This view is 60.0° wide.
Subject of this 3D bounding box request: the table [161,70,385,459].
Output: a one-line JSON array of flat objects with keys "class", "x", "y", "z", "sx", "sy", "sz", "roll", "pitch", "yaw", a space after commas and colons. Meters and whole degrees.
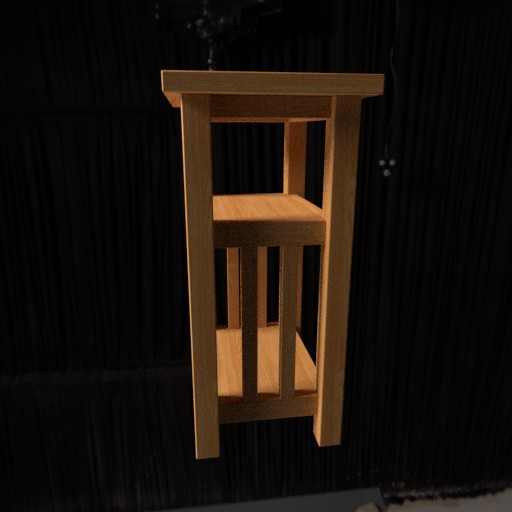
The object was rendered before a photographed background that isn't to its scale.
[{"class": "table", "x": 0.000, "y": 0.000, "z": 0.766, "sx": 0.270, "sy": 0.550, "sz": 0.350, "roll": -2, "pitch": 16, "yaw": -8}]
